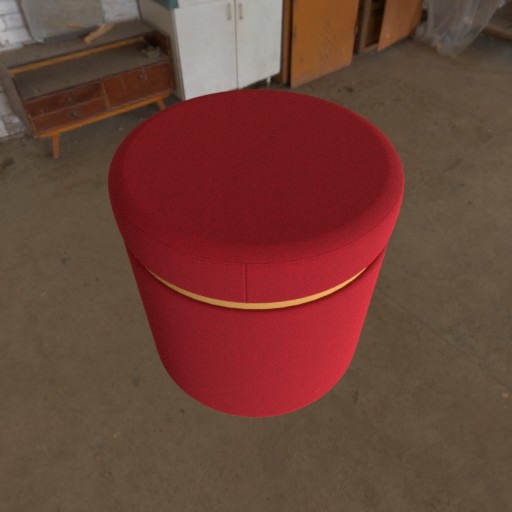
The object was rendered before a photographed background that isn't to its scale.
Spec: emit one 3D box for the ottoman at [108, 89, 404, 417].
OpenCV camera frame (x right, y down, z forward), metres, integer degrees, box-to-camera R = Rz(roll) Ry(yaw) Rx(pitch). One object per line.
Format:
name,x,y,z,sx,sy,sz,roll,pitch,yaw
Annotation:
ottoman,0.000,0.000,0.745,0.400,0.406,0.400,0,47,0
